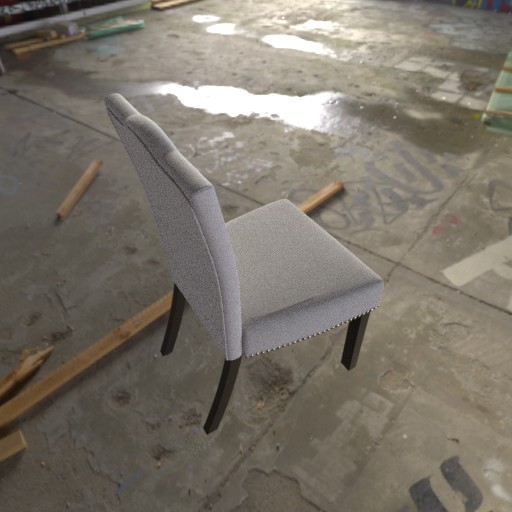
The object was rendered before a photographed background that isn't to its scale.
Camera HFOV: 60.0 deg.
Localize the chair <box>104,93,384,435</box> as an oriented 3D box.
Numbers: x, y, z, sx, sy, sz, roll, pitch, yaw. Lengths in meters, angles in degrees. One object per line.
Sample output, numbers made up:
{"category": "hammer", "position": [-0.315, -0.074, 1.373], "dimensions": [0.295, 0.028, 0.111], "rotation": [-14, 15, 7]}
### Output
{"category": "chair", "position": [0.000, 0.000, 1.300], "dimensions": [0.589, 0.946, 0.518], "rotation": [-22, 46, -23]}
